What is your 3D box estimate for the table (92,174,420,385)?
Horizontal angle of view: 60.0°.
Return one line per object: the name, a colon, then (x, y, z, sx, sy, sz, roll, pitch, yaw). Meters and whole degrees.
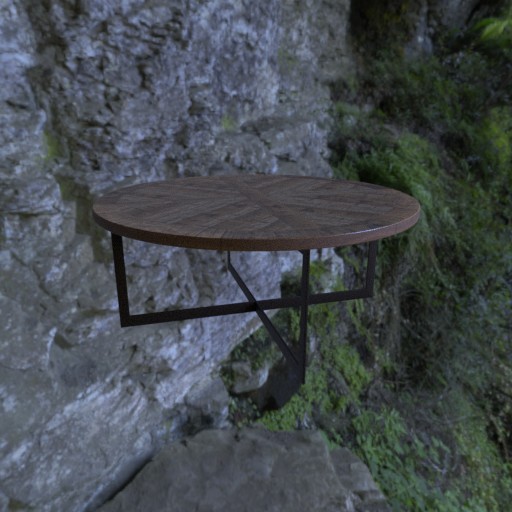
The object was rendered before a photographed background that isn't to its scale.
table: (0.000, 0.000, 1.888, 1.264, 0.516, 1.264, 0, 18, 0)
